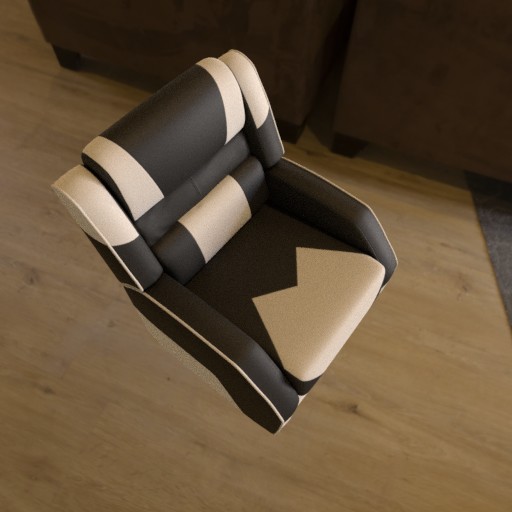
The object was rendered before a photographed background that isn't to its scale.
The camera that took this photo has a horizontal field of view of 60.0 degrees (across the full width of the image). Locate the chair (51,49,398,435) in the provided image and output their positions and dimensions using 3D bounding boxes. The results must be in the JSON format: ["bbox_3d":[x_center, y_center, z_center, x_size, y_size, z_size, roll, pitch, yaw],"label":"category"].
[{"bbox_3d":[0.000,0.000,1.280,0.672,0.805,0.620,34,65,19],"label":"chair"}]
